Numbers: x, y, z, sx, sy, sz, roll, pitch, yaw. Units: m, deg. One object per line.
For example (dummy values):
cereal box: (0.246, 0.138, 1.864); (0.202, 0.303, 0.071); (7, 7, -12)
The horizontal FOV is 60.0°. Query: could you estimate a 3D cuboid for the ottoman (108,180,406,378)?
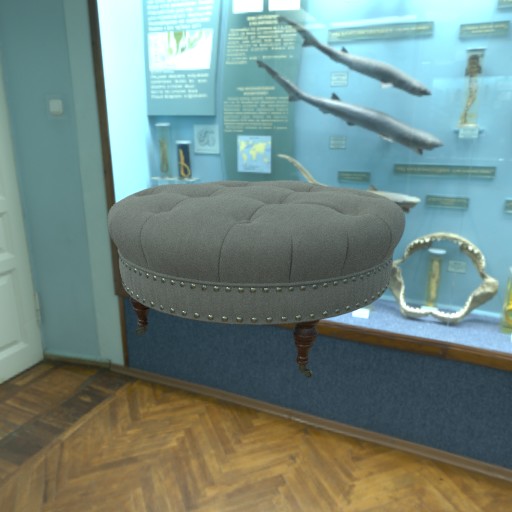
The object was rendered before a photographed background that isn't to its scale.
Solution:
ottoman: (0.000, 0.000, 1.444); (0.901, 0.439, 0.901); (0, 17, 0)
